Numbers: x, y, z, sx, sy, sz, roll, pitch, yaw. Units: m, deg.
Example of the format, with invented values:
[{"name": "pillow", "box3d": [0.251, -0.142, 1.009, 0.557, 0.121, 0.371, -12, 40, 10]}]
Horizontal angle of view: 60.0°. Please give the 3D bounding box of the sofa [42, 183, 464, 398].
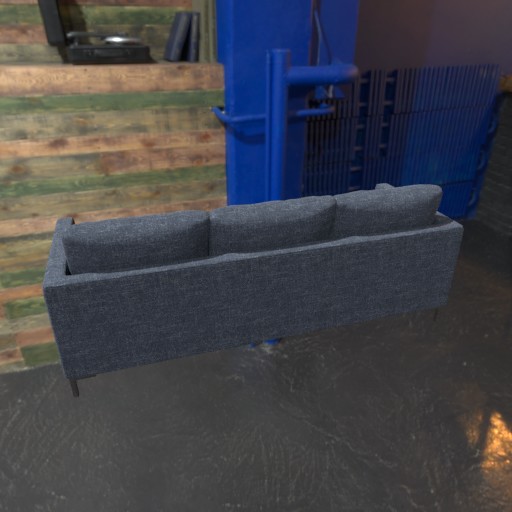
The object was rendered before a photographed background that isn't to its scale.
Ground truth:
[{"name": "sofa", "box3d": [0.000, 0.000, 2.668, 2.218, 0.874, 0.859, -8, 29, -15]}]
